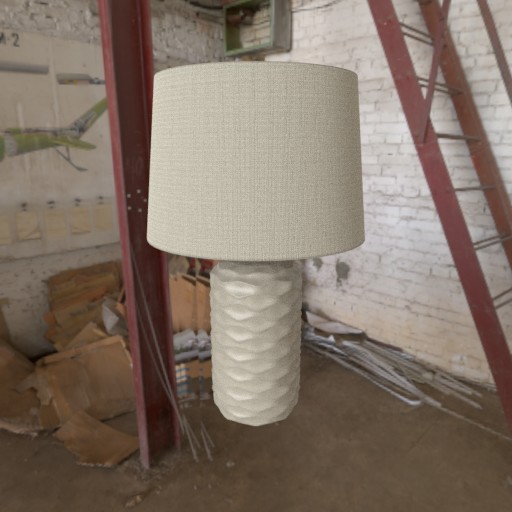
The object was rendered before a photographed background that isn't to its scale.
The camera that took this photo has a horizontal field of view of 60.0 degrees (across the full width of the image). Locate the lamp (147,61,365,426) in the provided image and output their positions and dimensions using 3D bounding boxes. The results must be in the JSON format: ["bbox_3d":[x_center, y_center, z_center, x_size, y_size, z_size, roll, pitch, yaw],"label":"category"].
[{"bbox_3d":[0.000,0.000,0.794,0.376,0.594,0.376,0,14,0],"label":"lamp"}]
